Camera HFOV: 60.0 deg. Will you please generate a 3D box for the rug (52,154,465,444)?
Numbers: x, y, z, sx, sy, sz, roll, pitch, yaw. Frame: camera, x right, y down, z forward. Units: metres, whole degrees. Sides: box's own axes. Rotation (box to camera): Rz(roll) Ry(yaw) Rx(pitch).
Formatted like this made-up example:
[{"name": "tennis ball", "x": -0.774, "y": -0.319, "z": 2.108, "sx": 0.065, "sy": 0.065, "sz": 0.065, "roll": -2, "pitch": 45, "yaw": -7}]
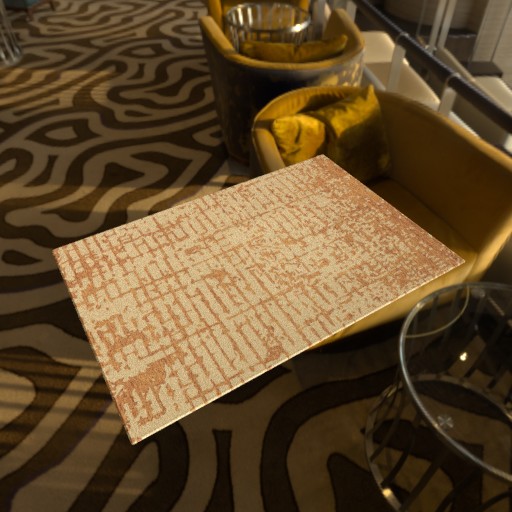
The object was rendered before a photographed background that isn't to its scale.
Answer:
[{"name": "rug", "x": 0.000, "y": 0.000, "z": 2.353, "sx": 1.829, "sy": 0.011, "sz": 1.219, "roll": -23, "pitch": 49, "yaw": -22}]
